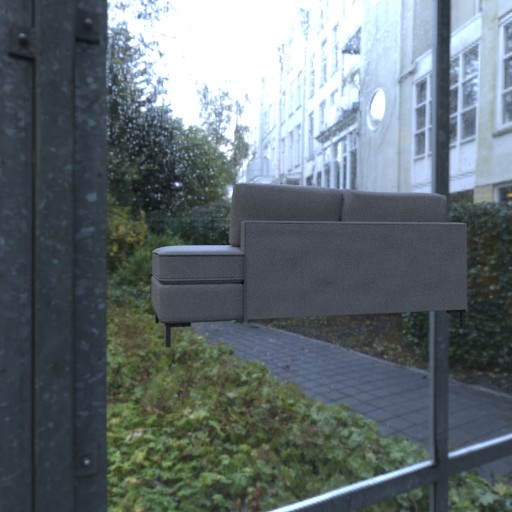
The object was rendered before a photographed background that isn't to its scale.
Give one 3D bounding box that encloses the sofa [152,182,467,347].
[{"bbox_3d":[0.000,0.000,4.316,2.077,0.964,3.331,0,1,-16],"label":"sofa"}]
